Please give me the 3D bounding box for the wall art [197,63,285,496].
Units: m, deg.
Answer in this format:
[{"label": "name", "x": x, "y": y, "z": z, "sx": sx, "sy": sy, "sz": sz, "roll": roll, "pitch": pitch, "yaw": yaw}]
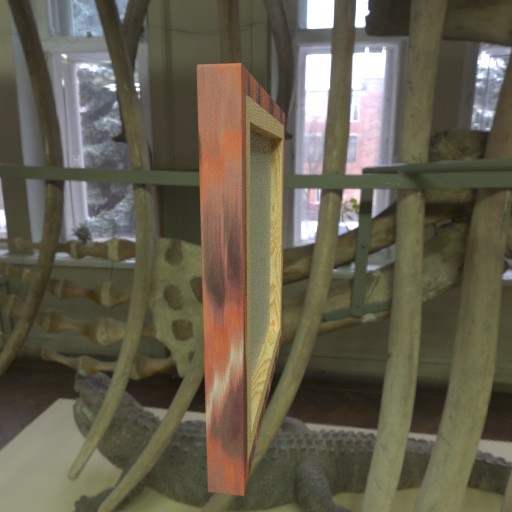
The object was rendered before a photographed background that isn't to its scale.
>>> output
[{"label": "wall art", "x": 0.000, "y": 0.000, "z": 0.598, "sx": 0.038, "sy": 0.406, "sz": 0.403, "roll": 2, "pitch": 12, "yaw": 9}]
